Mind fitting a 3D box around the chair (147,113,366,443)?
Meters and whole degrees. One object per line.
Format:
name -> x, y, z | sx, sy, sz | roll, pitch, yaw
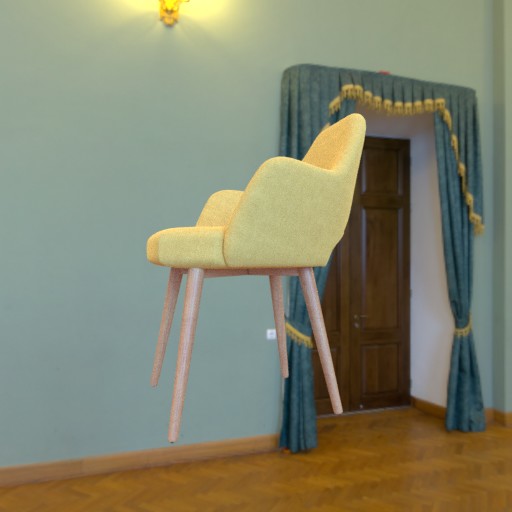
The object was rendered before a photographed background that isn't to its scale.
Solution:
chair -> 0.000, 0.000, 1.296 | 0.610, 0.840, 0.590 | 0, 0, -18
